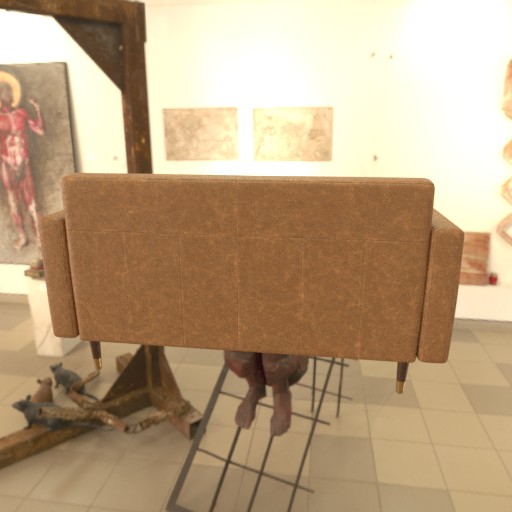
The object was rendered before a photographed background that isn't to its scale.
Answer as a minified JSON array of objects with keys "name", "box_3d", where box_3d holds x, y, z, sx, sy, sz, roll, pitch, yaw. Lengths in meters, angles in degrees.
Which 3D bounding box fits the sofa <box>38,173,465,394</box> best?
[{"name":"sofa","box_3d":[0.000,0.000,2.061,1.549,0.820,0.960,2,16,8]}]
